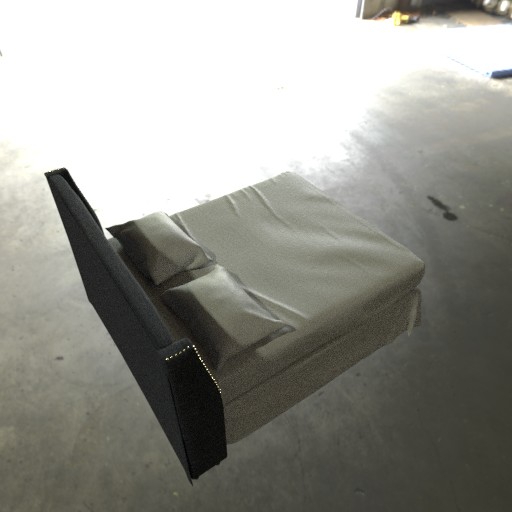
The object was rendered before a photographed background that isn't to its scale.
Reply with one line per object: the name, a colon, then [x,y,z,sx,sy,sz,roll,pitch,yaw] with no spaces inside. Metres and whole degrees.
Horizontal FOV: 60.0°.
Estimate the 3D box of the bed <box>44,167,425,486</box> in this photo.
bed: [0.000,0.000,3.369,2.276,1.332,1.925,-25,47,-25]
